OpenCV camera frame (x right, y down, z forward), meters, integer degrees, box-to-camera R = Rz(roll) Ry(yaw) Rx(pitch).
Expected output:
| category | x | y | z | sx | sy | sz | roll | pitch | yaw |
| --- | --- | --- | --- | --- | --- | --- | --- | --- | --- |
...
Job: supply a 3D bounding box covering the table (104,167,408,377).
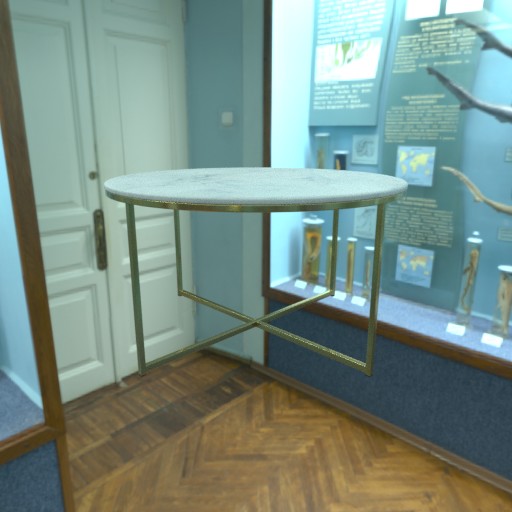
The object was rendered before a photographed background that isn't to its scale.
| category | x | y | z | sx | sy | sz | roll | pitch | yaw |
| --- | --- | --- | --- | --- | --- | --- | --- | --- | --- |
| table | 0.000 | 0.000 | 1.285 | 0.800 | 0.450 | 0.800 | 0 | 15 | 0 |
